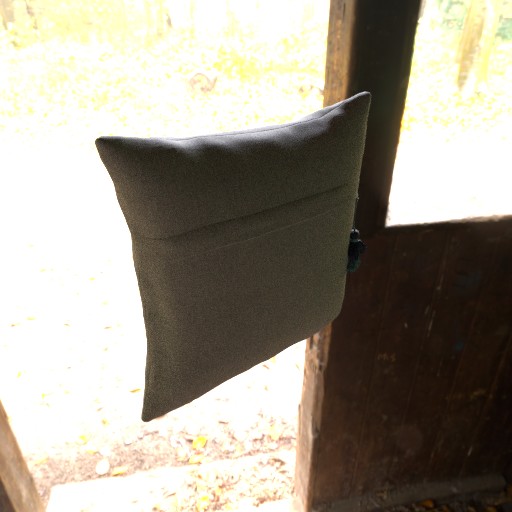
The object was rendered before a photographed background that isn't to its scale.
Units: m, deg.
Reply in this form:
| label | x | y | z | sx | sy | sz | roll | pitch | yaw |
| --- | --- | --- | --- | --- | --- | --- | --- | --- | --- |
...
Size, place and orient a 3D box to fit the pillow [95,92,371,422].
| label | x | y | z | sx | sy | sz | roll | pitch | yaw |
| --- | --- | --- | --- | --- | --- | --- | --- | --- | --- |
| pillow | 0.000 | 0.000 | 0.677 | 0.433 | 0.436 | 0.173 | -22 | 36 | -33 |
